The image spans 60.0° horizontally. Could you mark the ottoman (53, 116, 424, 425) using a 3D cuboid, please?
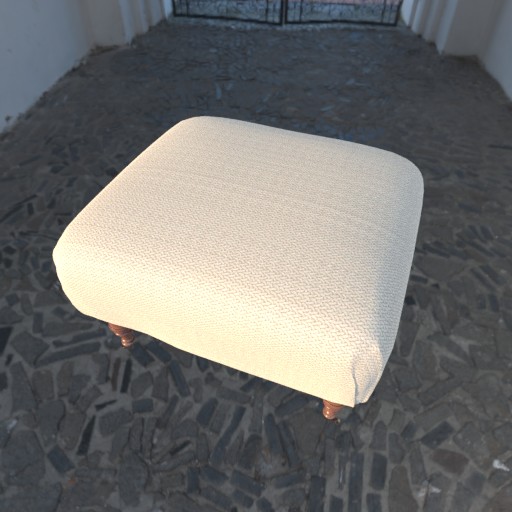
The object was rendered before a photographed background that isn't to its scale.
[{"bbox_3d":[0.000,0.000,1.069,0.684,0.447,0.622,15,46,15],"label":"ottoman"}]
